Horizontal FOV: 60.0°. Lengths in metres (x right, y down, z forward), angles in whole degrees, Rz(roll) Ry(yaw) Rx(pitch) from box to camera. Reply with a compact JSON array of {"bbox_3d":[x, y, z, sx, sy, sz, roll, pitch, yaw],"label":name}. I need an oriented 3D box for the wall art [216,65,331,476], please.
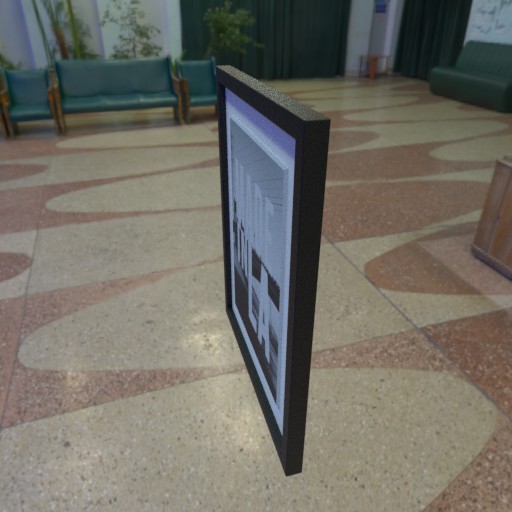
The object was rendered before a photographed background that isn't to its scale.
[{"bbox_3d":[0.000,0.000,0.765,0.028,0.559,0.457,-8,31,-13],"label":"wall art"}]
